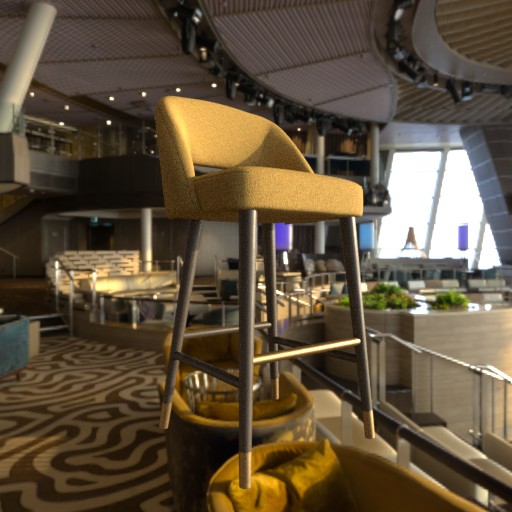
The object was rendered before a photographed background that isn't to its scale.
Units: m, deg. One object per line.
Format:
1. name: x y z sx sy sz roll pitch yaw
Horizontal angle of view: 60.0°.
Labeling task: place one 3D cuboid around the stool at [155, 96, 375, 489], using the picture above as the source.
1. stool: 0.000 0.000 1.319 0.536 1.032 0.522 0 1 -37
